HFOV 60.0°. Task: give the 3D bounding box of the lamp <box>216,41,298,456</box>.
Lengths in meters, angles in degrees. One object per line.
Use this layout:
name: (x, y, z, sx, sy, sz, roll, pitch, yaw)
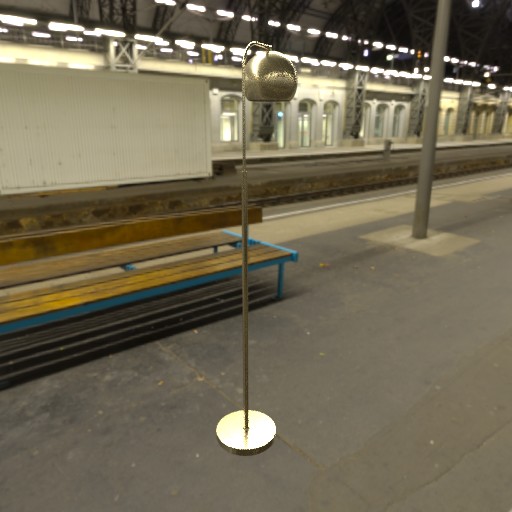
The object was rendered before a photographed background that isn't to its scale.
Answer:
lamp: (0.000, 0.000, 1.725, 0.250, 1.526, 0.431, 8, 18, 26)
